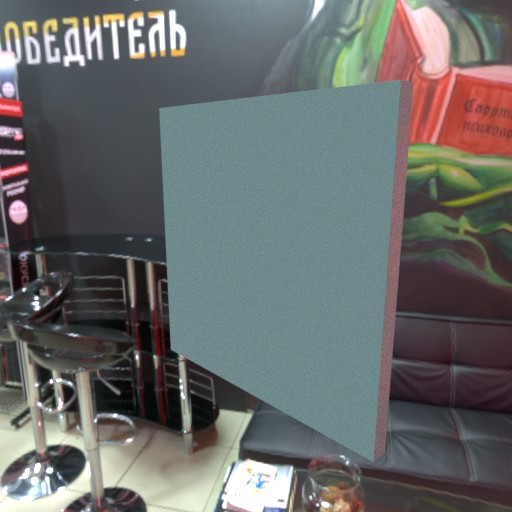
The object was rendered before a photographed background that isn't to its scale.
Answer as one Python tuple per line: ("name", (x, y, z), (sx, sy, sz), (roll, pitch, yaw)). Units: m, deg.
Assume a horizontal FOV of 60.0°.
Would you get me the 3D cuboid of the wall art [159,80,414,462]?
("wall art", (0.000, 0.000, 0.894), (0.036, 0.603, 0.603), (-13, 19, -43))
